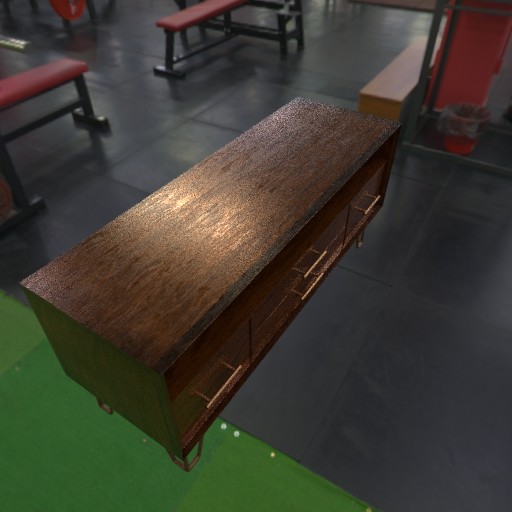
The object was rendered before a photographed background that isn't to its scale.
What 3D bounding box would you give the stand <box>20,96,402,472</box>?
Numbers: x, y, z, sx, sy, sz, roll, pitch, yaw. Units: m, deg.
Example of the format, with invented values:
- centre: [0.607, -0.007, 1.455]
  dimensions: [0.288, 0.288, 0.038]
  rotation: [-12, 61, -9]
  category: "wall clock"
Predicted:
- centre: [0.000, 0.000, 1.614]
  dimensions: [0.481, 0.610, 1.372]
  rotation: [24, 47, 24]
  category: "stand"
